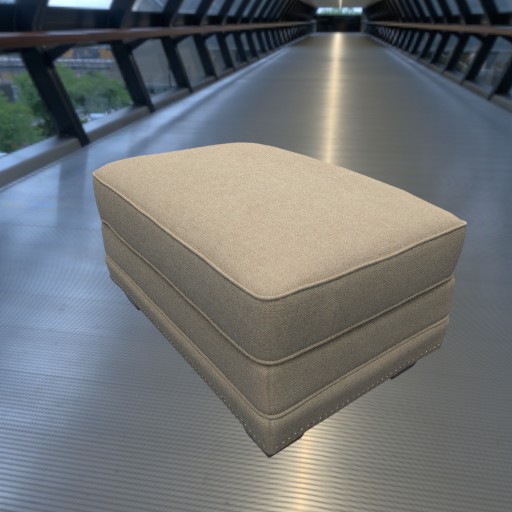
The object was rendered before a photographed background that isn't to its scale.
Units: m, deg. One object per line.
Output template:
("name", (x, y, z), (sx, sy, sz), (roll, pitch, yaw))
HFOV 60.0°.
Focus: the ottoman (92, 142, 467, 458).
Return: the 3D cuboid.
("ottoman", (0.000, 0.000, 1.126), (0.559, 0.458, 0.813), (-18, 32, -32))
